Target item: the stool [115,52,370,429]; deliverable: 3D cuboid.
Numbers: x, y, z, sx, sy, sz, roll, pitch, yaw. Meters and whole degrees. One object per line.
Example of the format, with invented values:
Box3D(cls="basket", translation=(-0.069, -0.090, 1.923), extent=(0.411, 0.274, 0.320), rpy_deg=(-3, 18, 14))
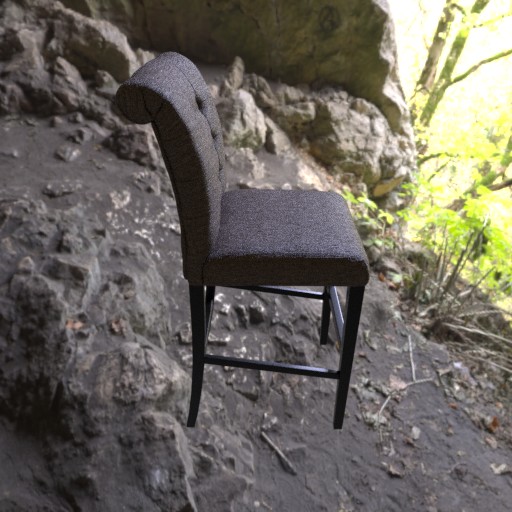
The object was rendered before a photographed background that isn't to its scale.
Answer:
Box3D(cls="stool", translation=(0.000, 0.000, 1.395), extent=(0.613, 1.131, 0.452), rpy_deg=(0, 32, 0))
